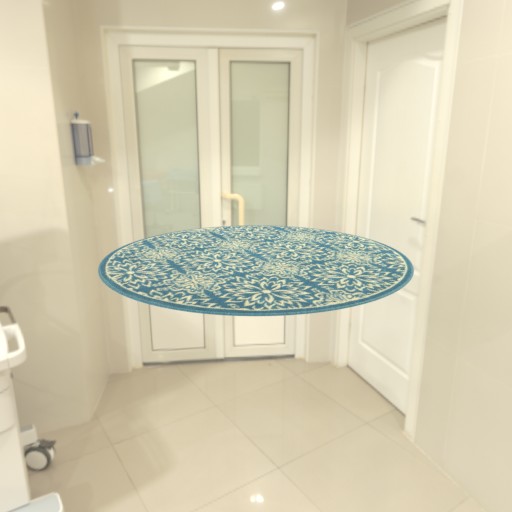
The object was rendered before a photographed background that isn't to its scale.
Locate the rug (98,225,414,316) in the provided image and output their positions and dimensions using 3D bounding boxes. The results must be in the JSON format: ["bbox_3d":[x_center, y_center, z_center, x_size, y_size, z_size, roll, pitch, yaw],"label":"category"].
[{"bbox_3d":[0.000,0.000,2.363,1.593,0.012,1.593,0,16,0],"label":"rug"}]
